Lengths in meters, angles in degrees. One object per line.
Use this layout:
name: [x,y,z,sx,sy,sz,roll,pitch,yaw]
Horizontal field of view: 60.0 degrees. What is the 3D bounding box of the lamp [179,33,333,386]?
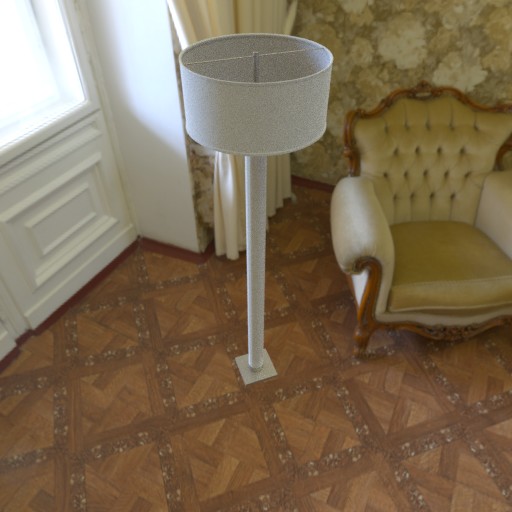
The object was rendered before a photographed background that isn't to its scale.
lamp: [0.000,0.000,1.688,0.420,1.475,0.420,-14,43,-15]
